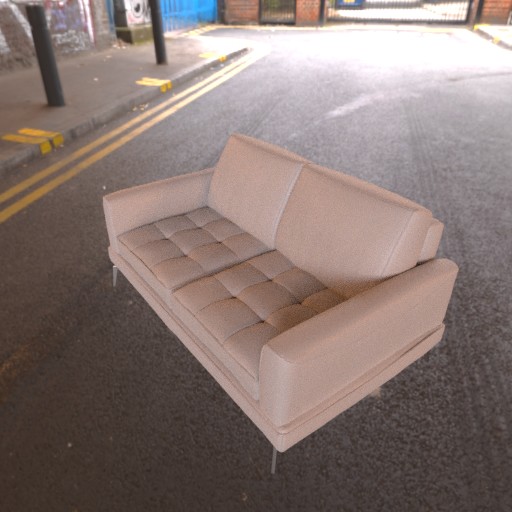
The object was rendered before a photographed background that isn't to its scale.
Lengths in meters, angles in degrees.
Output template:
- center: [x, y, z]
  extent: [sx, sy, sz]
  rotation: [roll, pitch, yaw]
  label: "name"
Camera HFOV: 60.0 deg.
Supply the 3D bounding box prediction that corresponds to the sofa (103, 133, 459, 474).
- center: [0.000, 0.000, 2.452]
  extent: [1.121, 0.930, 1.819]
  rotation: [-21, 38, -31]
  label: "sofa"
